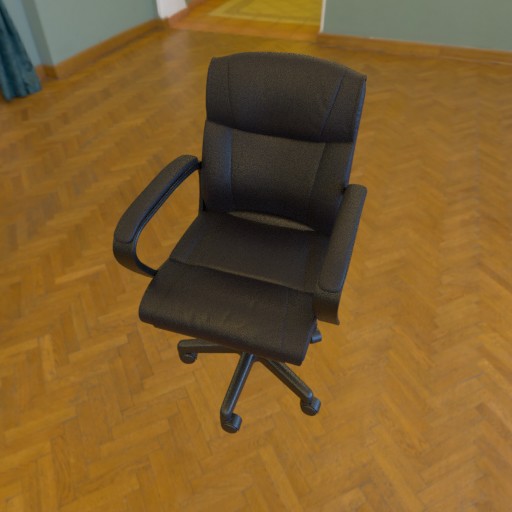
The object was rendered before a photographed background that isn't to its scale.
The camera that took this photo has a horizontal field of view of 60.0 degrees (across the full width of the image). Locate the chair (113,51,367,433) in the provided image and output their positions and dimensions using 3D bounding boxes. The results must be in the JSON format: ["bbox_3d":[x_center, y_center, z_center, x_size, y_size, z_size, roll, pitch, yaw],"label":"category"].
[{"bbox_3d":[0.000,0.000,1.338,0.576,0.998,0.641,13,43,14],"label":"chair"}]
